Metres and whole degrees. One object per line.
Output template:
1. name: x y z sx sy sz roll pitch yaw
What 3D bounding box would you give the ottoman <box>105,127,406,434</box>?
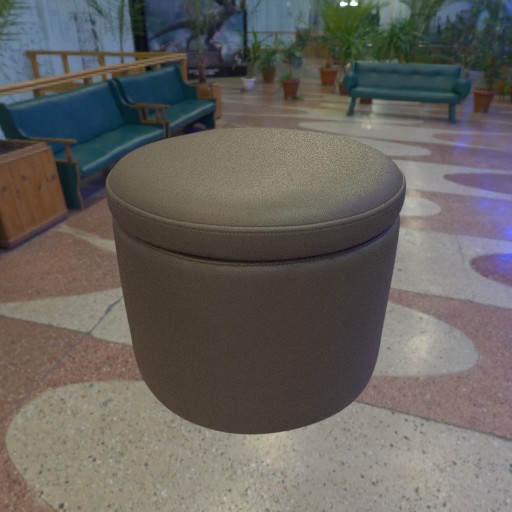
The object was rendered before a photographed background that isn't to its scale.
1. ottoman: 0.000 0.000 0.841 0.500 0.409 0.500 0 28 0
